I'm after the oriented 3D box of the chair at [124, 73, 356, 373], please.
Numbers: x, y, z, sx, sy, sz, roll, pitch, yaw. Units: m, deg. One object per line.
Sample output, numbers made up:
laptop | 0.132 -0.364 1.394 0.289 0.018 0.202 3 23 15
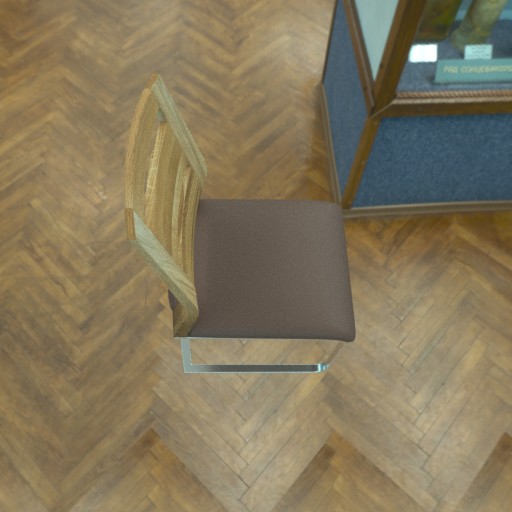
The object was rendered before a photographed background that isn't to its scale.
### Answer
chair | 0.000 0.000 1.280 0.570 0.970 0.460 0 62 0
